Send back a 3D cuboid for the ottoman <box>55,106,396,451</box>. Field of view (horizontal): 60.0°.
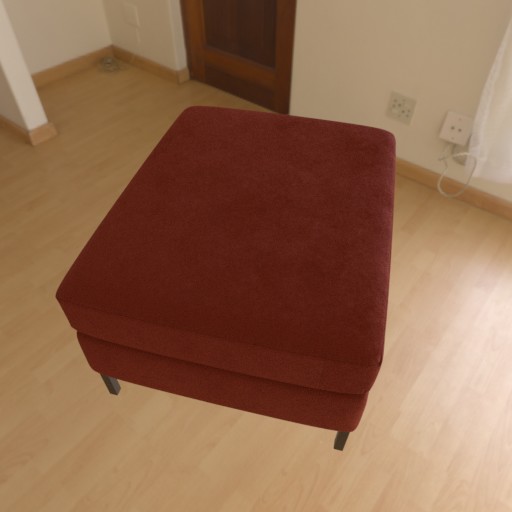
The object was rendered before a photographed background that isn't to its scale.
[{"bbox_3d":[0.000,0.000,1.194,0.650,0.462,0.782,10,48,9],"label":"ottoman"}]
